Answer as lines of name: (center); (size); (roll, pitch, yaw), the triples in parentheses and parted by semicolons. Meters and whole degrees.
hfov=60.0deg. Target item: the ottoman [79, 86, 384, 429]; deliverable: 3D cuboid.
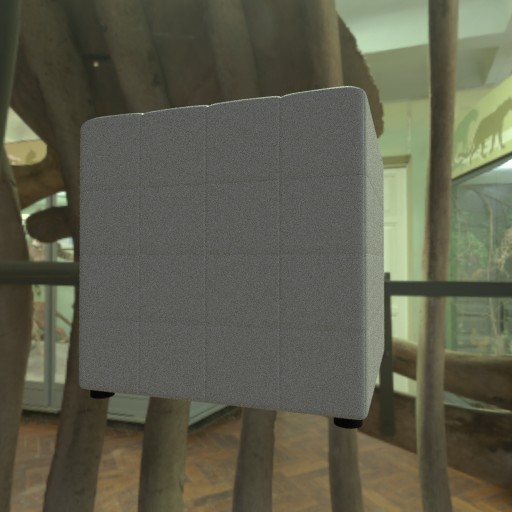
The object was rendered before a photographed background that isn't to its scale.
ottoman: (0.000, 0.000, 0.800); (0.425, 0.432, 0.425); (0, -1, 19)
